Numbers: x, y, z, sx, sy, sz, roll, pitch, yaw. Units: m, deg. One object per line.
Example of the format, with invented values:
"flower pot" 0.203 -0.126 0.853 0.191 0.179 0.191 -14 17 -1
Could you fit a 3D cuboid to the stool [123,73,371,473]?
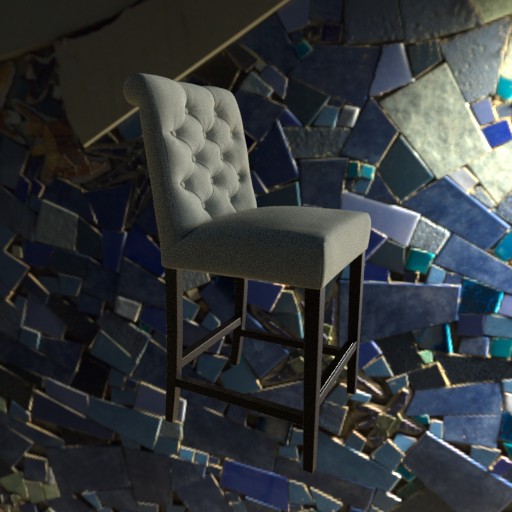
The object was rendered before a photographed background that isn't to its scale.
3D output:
"stool" 0.000 0.000 1.376 0.601 1.040 0.493 7 16 26
